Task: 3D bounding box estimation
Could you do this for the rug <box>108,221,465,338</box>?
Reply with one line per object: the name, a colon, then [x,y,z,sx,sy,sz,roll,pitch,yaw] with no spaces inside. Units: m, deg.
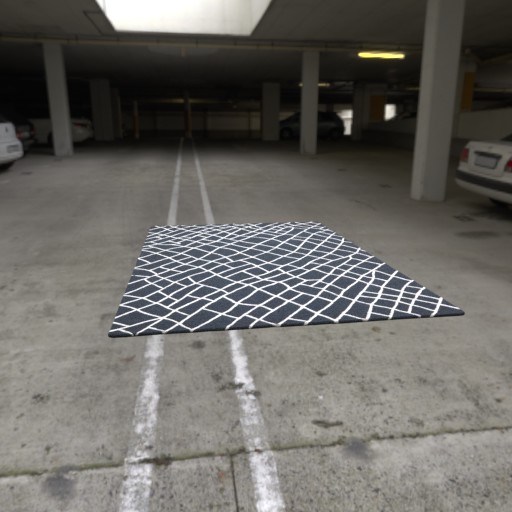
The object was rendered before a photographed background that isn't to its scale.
rug: [0.000,0.000,2.343,1.223,0.013,1.830,-2,15,-9]
